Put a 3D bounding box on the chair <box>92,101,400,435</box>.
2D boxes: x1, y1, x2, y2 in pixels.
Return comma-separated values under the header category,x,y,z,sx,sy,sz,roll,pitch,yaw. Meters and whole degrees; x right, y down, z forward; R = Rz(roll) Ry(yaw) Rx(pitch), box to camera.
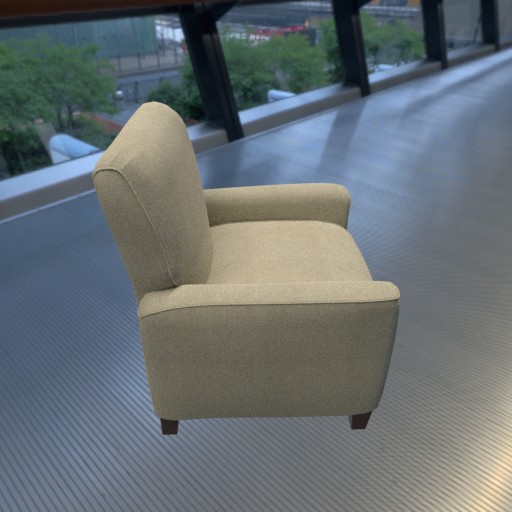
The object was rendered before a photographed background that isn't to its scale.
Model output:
category,x,y,z,sx,sy,sz,roll,pitch,yaw
chair,0.000,0.000,1.614,0.853,1.006,0.850,-1,32,-2
